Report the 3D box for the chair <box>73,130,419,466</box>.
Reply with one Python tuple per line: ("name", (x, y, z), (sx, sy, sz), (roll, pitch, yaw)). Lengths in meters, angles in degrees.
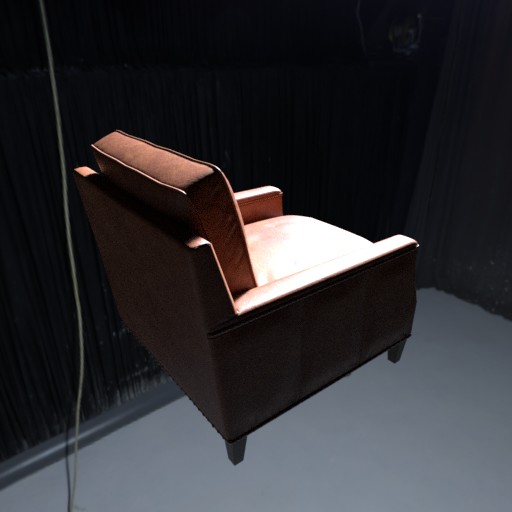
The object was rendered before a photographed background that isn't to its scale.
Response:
("chair", (0.000, 0.000, 1.699), (1.014, 0.943, 0.853), (-19, 32, -33))
